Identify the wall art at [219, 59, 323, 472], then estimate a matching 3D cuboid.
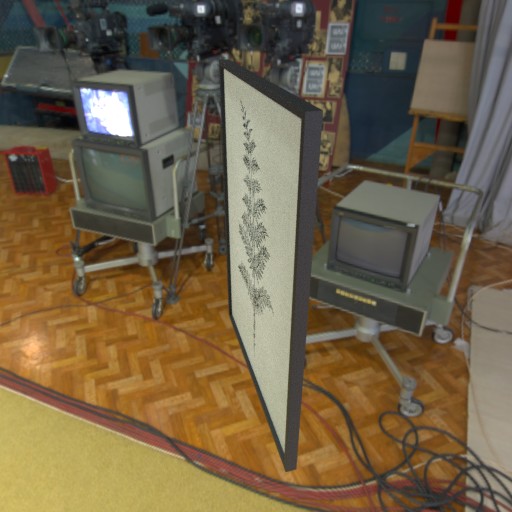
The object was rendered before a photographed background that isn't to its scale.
[{"bbox_3d":[0.000,0.000,1.418,0.036,1.070,0.802,-8,31,-13],"label":"wall art"}]
